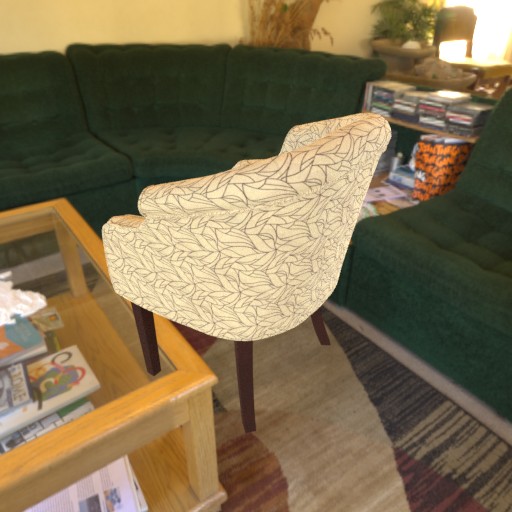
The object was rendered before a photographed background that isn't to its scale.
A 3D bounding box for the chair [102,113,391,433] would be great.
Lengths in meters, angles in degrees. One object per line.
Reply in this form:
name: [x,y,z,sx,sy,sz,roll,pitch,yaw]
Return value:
chair: [0.000,0.000,1.314,0.613,0.858,0.686,22,38,31]
